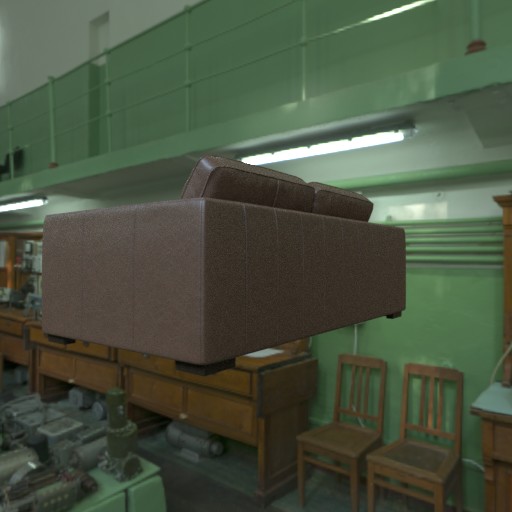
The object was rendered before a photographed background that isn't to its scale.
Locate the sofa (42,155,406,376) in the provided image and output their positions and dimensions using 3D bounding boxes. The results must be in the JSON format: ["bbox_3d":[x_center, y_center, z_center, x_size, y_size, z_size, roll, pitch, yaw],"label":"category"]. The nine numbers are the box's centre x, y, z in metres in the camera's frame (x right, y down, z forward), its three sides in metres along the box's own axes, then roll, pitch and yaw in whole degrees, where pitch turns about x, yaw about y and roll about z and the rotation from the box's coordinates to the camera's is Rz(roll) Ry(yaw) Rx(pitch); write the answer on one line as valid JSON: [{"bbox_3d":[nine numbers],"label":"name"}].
[{"bbox_3d":[0.000,0.000,2.478,1.070,0.800,1.920,0,0,37],"label":"sofa"}]
